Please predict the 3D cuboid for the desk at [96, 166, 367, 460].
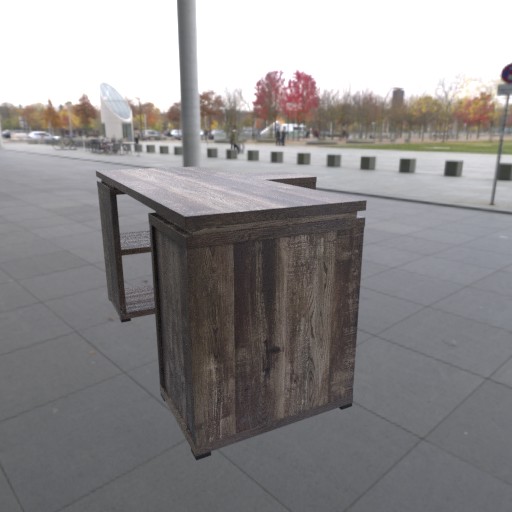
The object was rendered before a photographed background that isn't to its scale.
[{"bbox_3d":[0.000,0.000,2.161,1.200,0.753,1.524,-8,18,-26],"label":"desk"}]
